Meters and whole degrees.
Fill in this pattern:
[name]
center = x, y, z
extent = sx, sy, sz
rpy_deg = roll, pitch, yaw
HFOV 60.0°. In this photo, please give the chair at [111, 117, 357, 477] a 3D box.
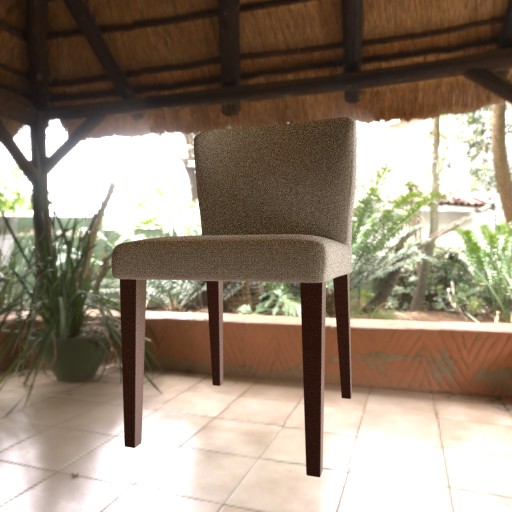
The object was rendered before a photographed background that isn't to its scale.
[chair]
center = 0.000, 0.000, 1.160
extent = 0.491, 0.839, 0.589
rpy_deg = 0, 0, 18
